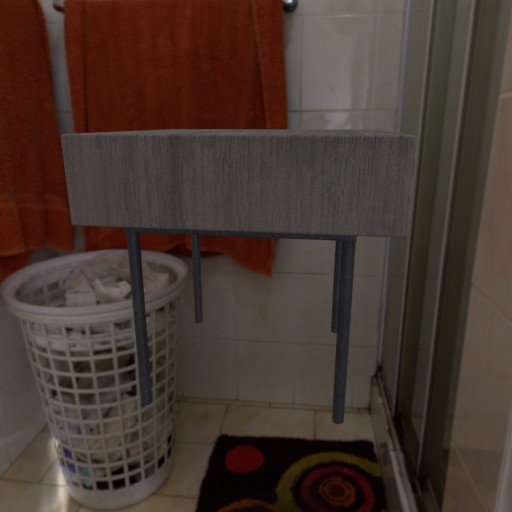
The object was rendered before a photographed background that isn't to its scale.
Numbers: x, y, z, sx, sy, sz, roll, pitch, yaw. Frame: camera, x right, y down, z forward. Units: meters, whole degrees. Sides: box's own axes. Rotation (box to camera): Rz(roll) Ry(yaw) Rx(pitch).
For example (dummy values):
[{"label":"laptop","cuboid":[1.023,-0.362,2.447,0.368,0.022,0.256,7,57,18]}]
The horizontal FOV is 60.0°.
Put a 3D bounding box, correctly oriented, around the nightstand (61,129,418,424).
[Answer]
[{"label":"nightstand","cuboid":[0.000,0.000,0.918,0.503,0.497,0.502,3,17,8]}]
